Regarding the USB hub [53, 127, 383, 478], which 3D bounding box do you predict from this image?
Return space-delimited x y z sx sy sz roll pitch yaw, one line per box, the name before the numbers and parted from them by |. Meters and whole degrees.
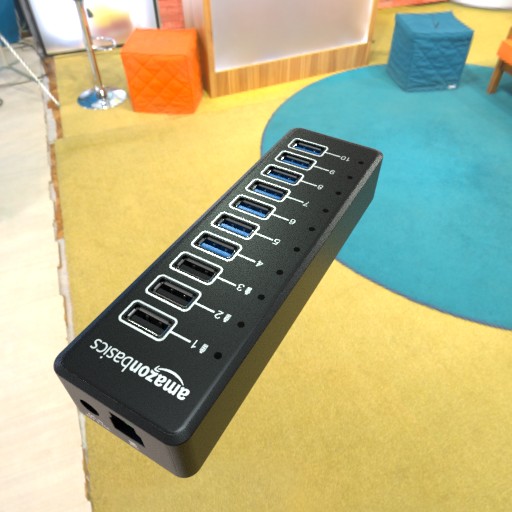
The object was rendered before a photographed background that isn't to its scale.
USB hub | 0.000 0.000 0.160 0.044 0.023 0.145 23 50 21
